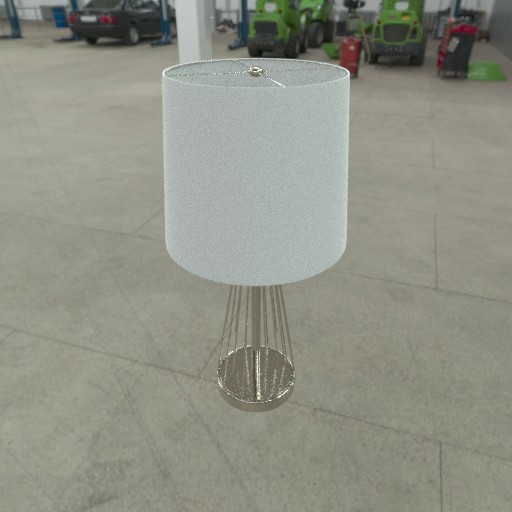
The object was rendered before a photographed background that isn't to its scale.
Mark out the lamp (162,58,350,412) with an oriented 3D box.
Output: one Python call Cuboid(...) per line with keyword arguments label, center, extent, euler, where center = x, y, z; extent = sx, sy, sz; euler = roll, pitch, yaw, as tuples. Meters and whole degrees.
Cuboid(label="lamp", center=(0.000, 0.000, 0.777), extent=(0.303, 0.618, 0.303), euler=(0, 31, 0))
